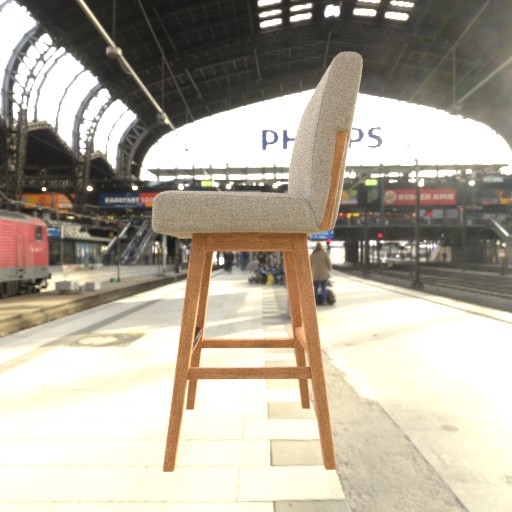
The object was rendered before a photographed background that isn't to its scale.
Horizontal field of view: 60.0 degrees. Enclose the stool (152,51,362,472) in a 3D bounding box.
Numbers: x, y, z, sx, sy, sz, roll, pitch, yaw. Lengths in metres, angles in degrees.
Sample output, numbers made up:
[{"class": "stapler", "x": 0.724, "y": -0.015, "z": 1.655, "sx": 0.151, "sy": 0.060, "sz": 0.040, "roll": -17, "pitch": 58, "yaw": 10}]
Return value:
[{"class": "stool", "x": 0.000, "y": 0.000, "z": 1.380, "sx": 0.569, "sy": 1.106, "sz": 0.483, "roll": 0, "pitch": 0, "yaw": -2}]
